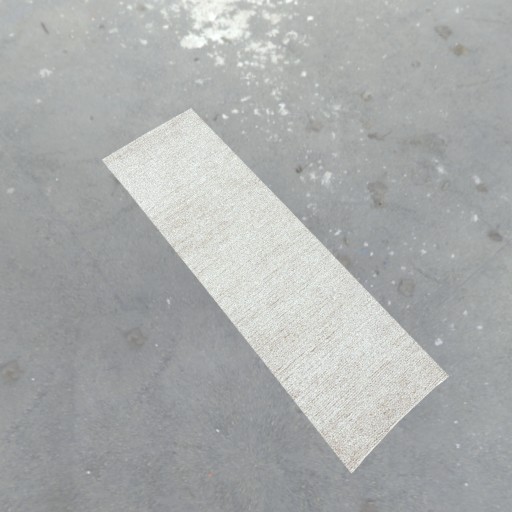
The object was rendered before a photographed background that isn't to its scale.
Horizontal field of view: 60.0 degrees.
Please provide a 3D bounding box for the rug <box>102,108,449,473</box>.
[{"bbox_3d":[0.000,0.000,2.588,0.712,0.013,2.346,-36,70,-15],"label":"rug"}]
